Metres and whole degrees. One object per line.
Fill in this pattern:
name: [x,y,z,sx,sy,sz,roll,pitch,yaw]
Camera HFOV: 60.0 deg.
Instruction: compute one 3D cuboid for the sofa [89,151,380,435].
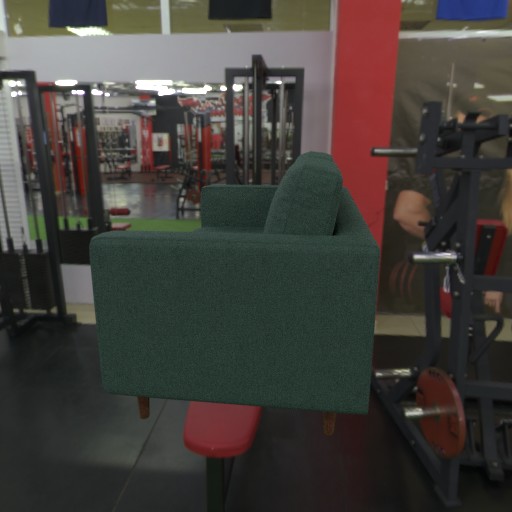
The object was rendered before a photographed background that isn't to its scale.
sofa: [0.000,0.000,1.999,0.879,0.899,1.430,2,15,7]
